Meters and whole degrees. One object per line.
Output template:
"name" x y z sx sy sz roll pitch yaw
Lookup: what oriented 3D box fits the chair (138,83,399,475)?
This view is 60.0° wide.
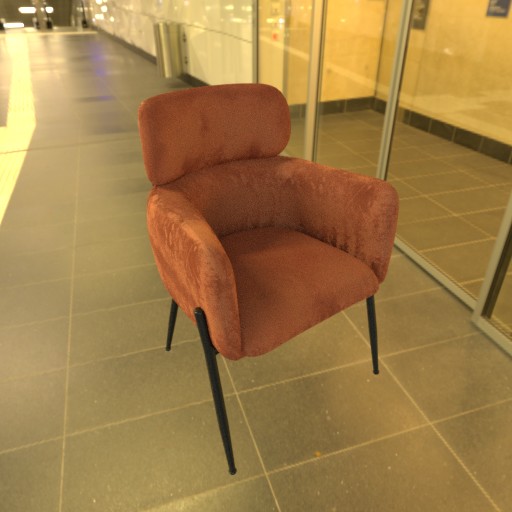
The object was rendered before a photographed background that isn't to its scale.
"chair" 0.000 0.000 1.155 0.561 0.772 0.523 -22 37 -31
